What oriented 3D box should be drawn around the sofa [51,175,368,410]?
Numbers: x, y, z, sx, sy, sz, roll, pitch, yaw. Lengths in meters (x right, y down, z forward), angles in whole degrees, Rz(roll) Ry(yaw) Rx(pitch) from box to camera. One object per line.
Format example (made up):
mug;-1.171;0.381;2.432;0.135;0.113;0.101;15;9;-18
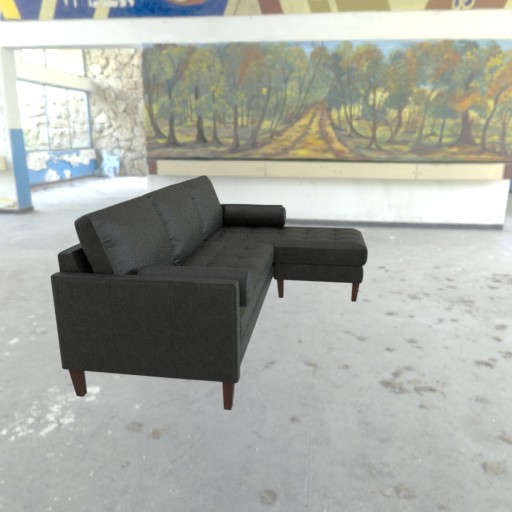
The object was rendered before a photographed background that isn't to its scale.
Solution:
sofa;0.000;0.000;2.885;1.497;0.876;2.178;2;15;8
